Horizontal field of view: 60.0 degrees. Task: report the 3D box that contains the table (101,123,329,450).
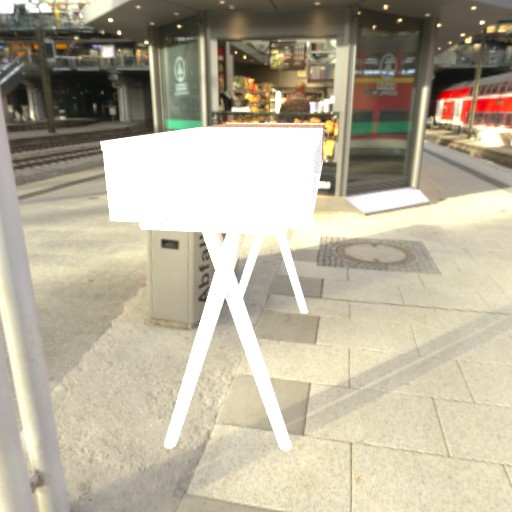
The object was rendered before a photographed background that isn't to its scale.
[{"bbox_3d":[0.000,0.000,1.424,0.418,0.785,1.066,3,19,9],"label":"table"}]
